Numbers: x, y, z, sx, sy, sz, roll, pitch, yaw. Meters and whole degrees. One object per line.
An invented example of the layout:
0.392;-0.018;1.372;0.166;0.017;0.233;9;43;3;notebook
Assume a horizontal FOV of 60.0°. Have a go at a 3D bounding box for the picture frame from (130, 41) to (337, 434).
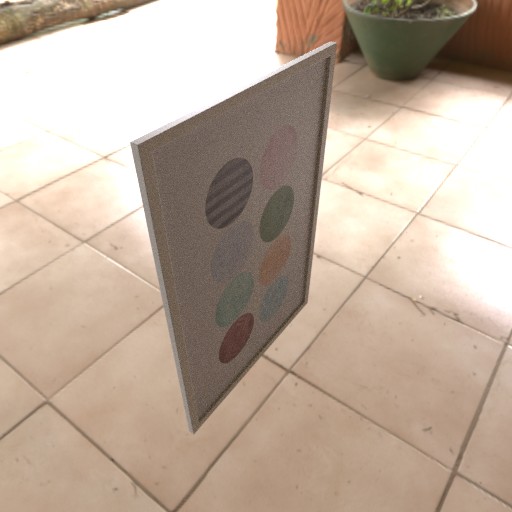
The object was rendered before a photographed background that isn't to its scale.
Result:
0.000;0.000;0.843;0.013;0.657;0.457;26;48;26;picture frame
